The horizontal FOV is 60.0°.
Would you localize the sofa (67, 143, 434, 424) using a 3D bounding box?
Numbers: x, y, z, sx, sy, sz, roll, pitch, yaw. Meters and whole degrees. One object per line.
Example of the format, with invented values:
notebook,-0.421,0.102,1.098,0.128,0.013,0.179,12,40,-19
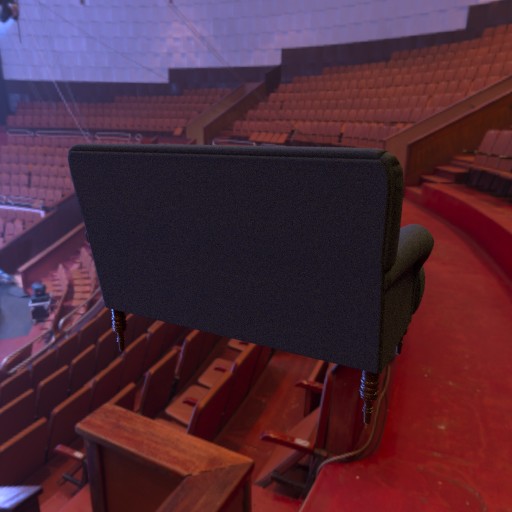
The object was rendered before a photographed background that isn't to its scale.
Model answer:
sofa,0.000,0.000,1.790,1.297,0.889,0.779,8,18,27
